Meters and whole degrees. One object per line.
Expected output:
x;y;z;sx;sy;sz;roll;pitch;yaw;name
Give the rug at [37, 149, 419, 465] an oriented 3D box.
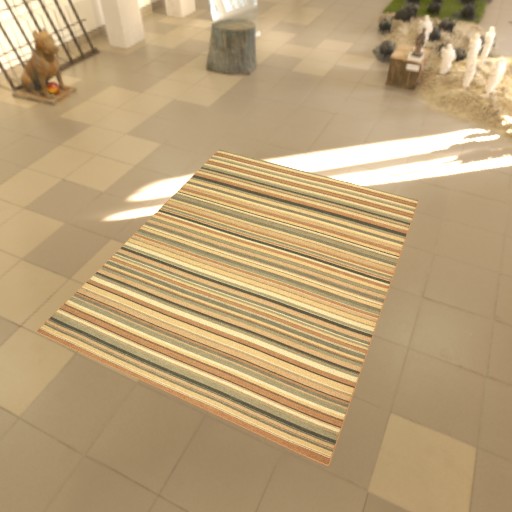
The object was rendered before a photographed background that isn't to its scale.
0.000;0.000;4.136;2.436;0.011;3.045;18;47;18;rug
